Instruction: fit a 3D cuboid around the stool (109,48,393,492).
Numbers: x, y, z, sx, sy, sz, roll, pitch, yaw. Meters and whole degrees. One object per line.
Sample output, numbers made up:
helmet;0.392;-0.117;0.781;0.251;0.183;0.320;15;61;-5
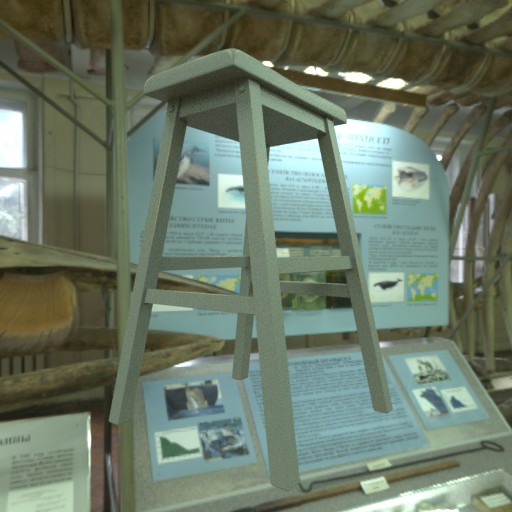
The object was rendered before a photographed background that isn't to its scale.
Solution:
stool;0.000;0.000;1.019;0.476;0.737;0.457;0;1;37
